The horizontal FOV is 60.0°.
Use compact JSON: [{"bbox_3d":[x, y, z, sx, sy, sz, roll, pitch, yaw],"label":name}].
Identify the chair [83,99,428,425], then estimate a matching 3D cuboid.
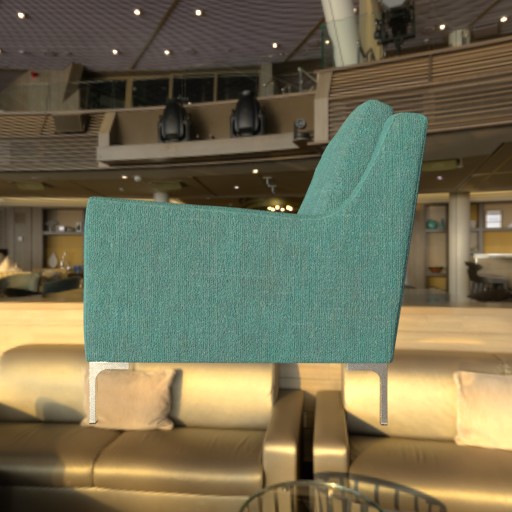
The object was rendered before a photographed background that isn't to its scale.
[{"bbox_3d":[0.000,0.000,1.480,0.849,0.828,0.847,0,0,1],"label":"chair"}]
